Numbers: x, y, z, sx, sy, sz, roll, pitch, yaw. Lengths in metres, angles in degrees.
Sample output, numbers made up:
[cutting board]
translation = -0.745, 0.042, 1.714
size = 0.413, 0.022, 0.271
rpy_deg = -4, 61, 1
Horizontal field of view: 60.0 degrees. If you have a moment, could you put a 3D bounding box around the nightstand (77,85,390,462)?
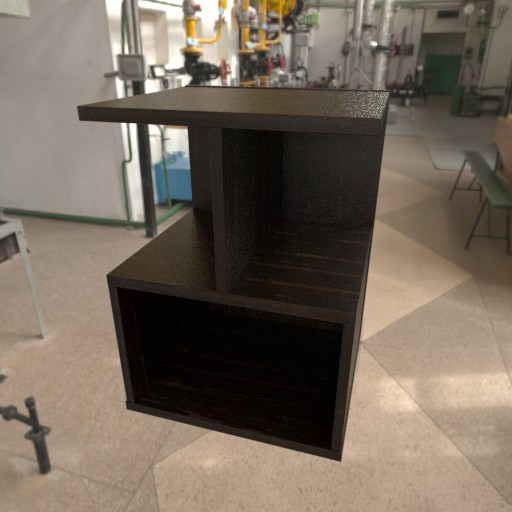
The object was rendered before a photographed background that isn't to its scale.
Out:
[nightstand]
translation = 0.000, 0.000, 0.819
size = 0.400, 0.559, 0.356
rpy_deg = 7, 26, 15
